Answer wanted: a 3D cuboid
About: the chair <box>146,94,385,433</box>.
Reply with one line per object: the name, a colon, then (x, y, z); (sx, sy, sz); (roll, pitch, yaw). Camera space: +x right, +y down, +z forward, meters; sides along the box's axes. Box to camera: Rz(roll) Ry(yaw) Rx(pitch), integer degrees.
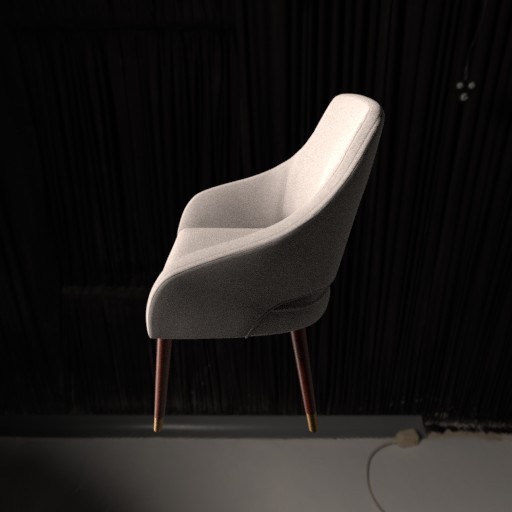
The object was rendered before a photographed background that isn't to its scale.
chair: (0.000, 0.000, 1.319); (0.600, 0.889, 0.609); (0, 25, -1)
